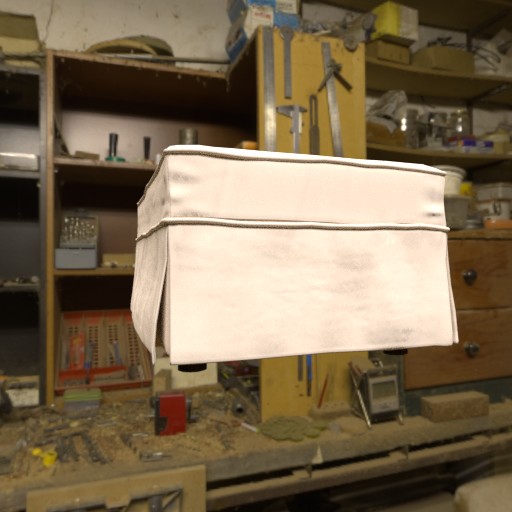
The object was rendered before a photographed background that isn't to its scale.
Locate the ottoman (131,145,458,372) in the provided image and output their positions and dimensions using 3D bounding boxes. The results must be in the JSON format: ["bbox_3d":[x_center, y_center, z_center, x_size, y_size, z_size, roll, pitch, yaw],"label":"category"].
[{"bbox_3d":[0.000,0.000,1.330,0.703,0.479,0.944,0,0,-19],"label":"ottoman"}]
